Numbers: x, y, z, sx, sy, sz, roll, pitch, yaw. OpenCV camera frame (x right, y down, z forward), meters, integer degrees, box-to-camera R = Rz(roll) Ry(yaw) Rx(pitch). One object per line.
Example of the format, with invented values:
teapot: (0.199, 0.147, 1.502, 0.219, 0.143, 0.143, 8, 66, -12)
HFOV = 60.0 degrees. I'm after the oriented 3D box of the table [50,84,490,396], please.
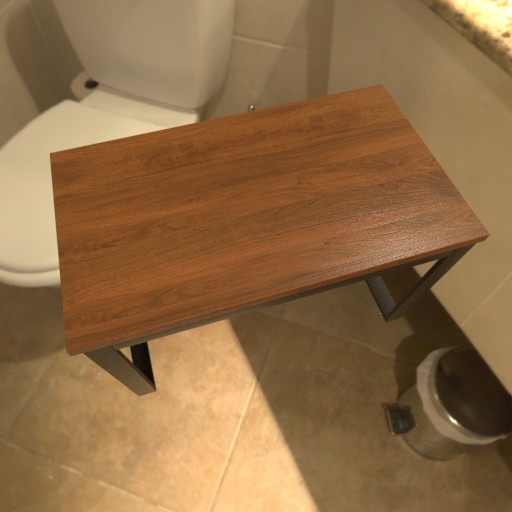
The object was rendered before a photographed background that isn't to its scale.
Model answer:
table: (0.000, 0.000, 1.696, 1.205, 0.760, 0.714, -15, 59, -9)
